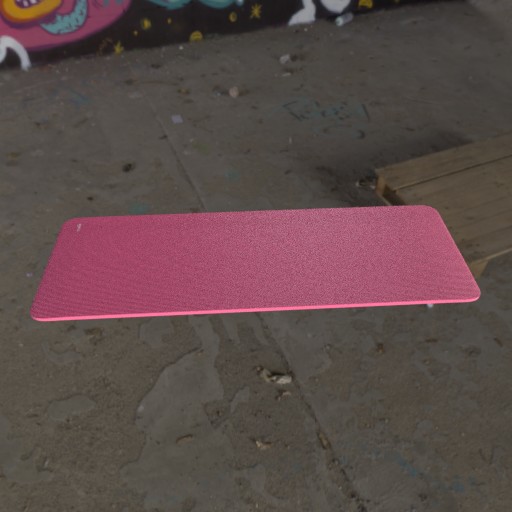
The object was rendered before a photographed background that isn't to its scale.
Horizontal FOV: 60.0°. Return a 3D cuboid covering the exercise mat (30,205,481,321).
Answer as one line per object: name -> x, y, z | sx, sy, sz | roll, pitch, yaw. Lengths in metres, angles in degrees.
exercise mat -> 0.000, 0.000, 2.031 | 1.884, 0.021, 0.616 | -2, 46, -2
